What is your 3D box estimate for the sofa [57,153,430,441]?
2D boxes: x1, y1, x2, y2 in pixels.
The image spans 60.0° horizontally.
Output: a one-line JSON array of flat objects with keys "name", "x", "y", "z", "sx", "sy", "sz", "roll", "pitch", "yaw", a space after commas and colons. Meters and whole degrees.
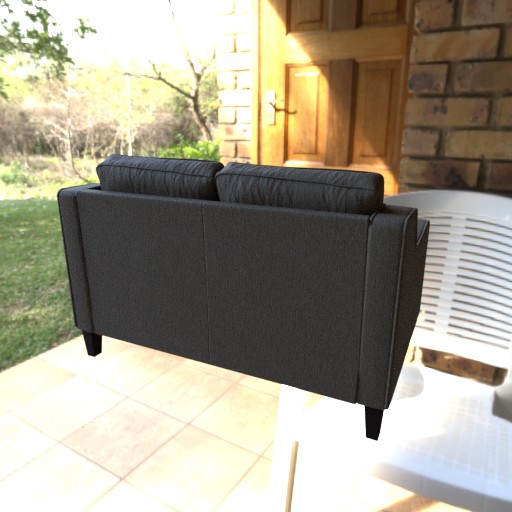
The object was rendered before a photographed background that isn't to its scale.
[{"name": "sofa", "x": 0.000, "y": 0.000, "z": 2.173, "sx": 1.503, "sy": 0.981, "sz": 0.985, "roll": 8, "pitch": 19, "yaw": 25}]
